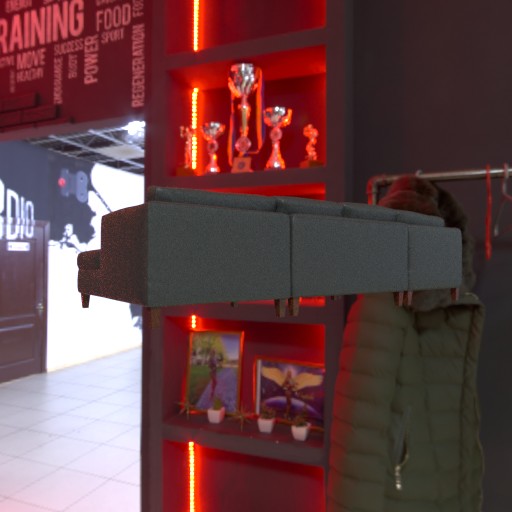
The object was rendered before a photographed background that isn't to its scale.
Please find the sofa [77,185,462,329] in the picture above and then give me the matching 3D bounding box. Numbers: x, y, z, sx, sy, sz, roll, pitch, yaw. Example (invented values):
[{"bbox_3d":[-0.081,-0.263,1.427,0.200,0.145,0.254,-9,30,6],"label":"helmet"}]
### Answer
[{"bbox_3d":[0.000,0.000,4.604,3.460,0.923,2.593,1,-1,-36],"label":"sofa"}]
